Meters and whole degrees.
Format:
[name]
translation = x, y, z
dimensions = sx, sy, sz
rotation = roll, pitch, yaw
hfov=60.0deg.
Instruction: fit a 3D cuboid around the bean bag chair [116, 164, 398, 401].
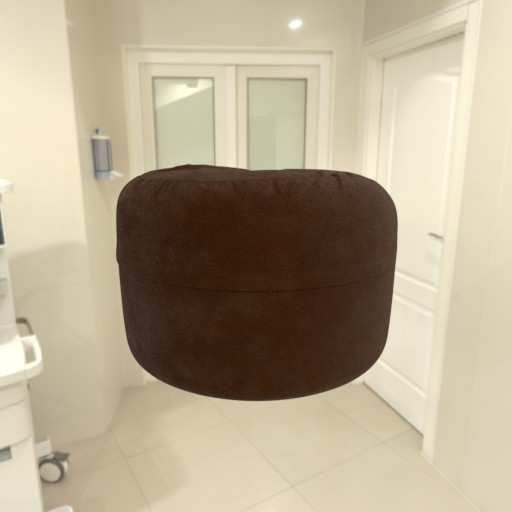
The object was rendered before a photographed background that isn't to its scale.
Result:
[bean bag chair]
translation = 0.000, 0.000, 1.521
dimensions = 0.918, 0.616, 0.918
rotation = 0, 14, 0
